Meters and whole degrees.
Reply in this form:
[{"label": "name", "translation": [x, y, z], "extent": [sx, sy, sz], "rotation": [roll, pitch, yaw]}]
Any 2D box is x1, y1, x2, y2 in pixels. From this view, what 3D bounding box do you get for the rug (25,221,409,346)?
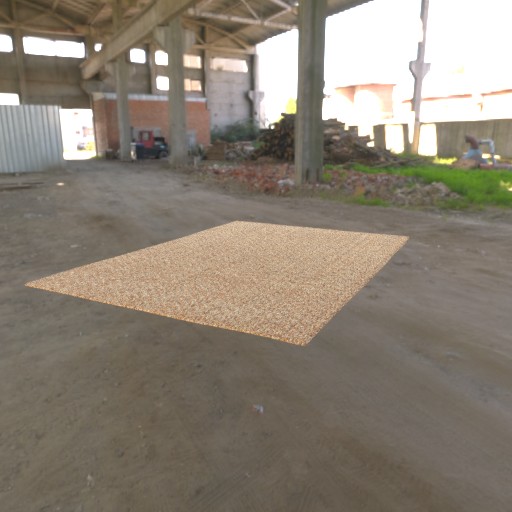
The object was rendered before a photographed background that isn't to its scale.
[{"label": "rug", "translation": [0.000, 0.000, 2.826], "extent": [1.566, 0.013, 2.141], "rotation": [7, 16, 26]}]
